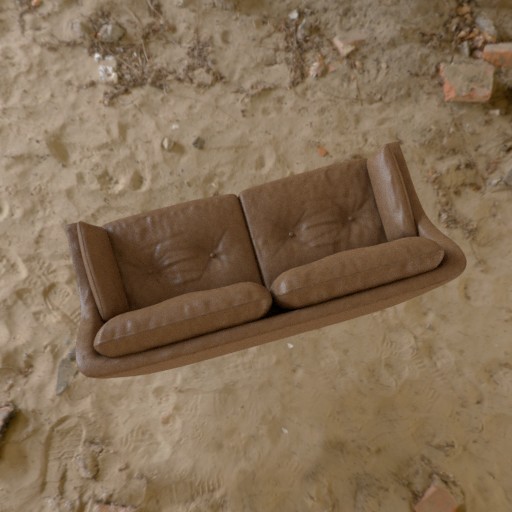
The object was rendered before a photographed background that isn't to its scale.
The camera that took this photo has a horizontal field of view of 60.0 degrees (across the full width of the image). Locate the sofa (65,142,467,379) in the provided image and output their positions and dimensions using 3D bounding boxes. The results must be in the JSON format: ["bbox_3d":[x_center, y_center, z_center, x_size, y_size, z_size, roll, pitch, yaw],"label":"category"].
[{"bbox_3d":[0.000,0.000,2.419,1.902,0.839,0.904,-15,75,-4],"label":"sofa"}]
